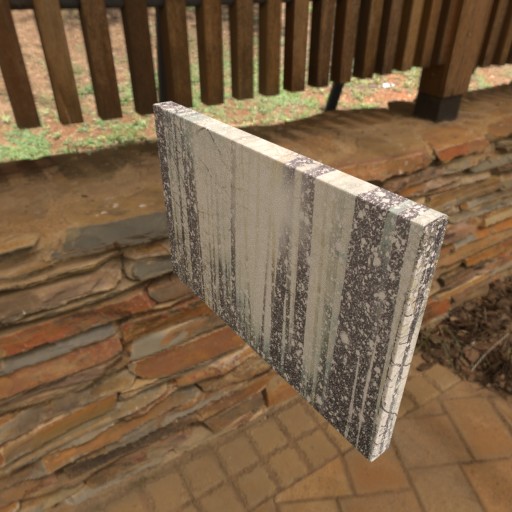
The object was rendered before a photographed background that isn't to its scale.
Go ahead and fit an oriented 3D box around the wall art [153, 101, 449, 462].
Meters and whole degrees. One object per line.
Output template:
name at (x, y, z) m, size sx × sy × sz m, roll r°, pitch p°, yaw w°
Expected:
wall art at (0.000, 0.000, 0.767) m, size 0.042 × 0.398 × 0.618 m, roll -22°, pitch 38°, yaw -30°
